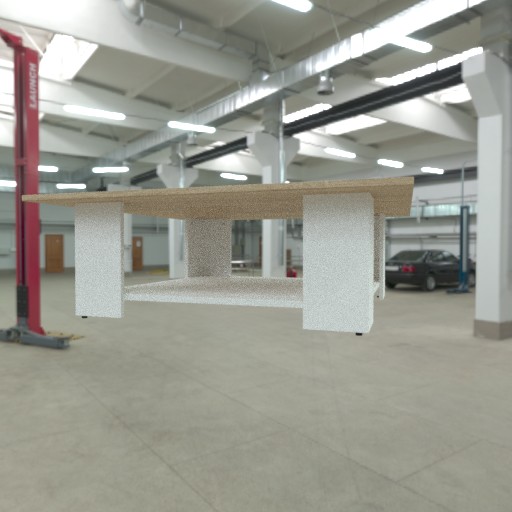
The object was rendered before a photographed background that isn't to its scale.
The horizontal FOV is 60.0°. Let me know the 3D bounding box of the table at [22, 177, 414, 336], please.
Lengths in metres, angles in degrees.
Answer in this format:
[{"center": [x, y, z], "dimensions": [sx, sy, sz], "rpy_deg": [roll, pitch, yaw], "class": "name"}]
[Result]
[{"center": [0.000, 0.000, 1.349], "dimensions": [0.890, 0.305, 0.890], "rpy_deg": [0, 1, 19], "class": "table"}]
